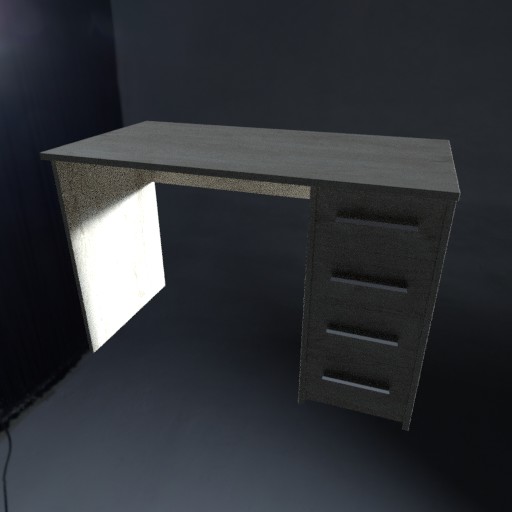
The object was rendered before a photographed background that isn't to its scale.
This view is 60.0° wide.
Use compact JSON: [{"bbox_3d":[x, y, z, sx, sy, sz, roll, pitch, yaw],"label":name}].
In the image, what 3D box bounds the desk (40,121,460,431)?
[{"bbox_3d":[0.000,0.000,1.482,1.096,0.730,0.560,9,28,17],"label":"desk"}]
